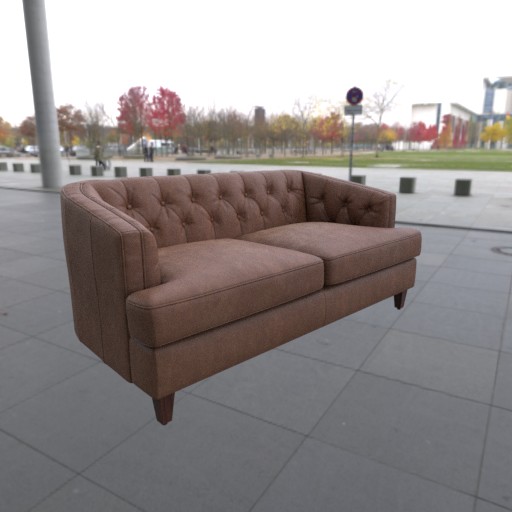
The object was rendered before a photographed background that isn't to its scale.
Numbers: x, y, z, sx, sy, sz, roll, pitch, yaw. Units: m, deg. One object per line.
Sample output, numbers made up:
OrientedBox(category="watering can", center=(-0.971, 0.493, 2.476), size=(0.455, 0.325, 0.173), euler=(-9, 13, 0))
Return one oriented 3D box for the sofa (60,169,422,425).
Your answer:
OrientedBox(category="sofa", center=(0.000, 0.000, 2.239), size=(1.755, 0.786, 0.914), euler=(-13, 19, -42))
